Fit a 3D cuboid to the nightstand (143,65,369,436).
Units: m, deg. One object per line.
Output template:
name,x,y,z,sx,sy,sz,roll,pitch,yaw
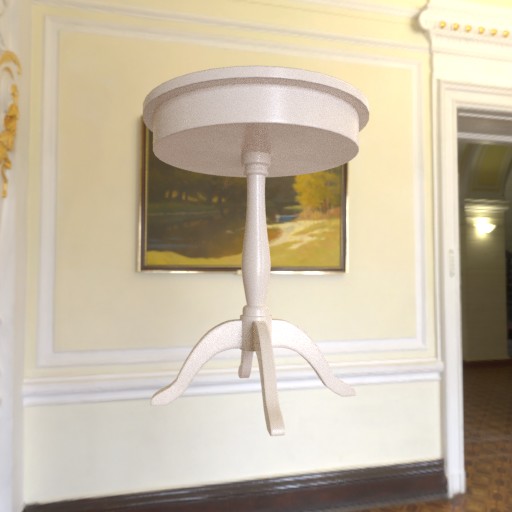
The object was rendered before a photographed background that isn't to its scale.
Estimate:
nightstand,0.000,0.000,1.023,0.513,0.653,0.513,0,-2,0
